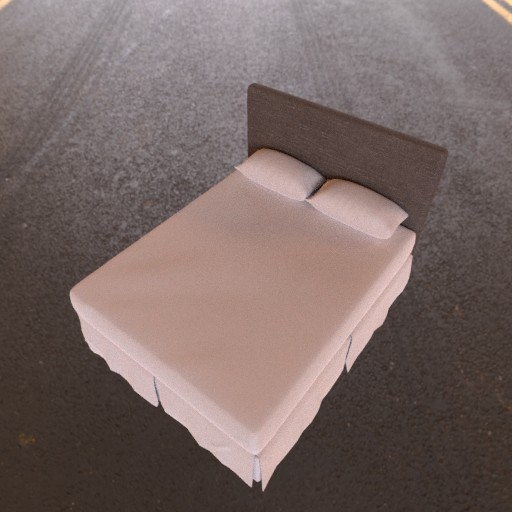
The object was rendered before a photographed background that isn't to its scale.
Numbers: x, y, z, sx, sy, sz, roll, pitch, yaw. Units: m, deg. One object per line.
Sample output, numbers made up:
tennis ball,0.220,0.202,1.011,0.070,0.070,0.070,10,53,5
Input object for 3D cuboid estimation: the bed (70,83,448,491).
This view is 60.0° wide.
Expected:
bed,0.000,0.000,3.120,1.723,1.330,2.142,29,52,26
